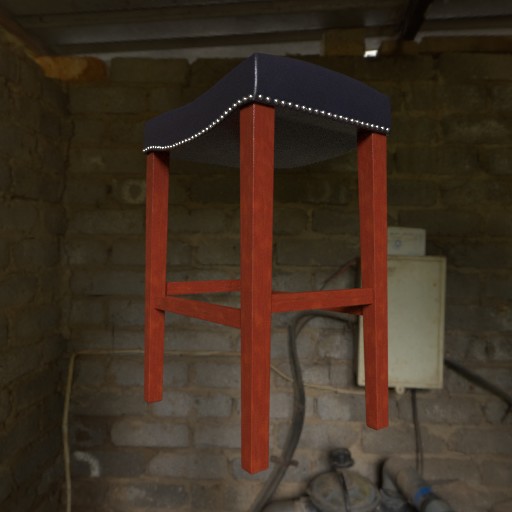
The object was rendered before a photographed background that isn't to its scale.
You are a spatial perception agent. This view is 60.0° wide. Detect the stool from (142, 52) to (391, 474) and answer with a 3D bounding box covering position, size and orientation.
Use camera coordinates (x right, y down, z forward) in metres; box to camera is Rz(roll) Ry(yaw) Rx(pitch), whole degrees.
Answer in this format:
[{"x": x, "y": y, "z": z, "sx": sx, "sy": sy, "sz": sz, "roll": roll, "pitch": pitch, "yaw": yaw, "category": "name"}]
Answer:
[{"x": 0.000, "y": 0.000, "z": 1.047, "sx": 0.372, "sy": 0.742, "sz": 0.504, "roll": 0, "pitch": 0, "yaw": -36, "category": "stool"}]
